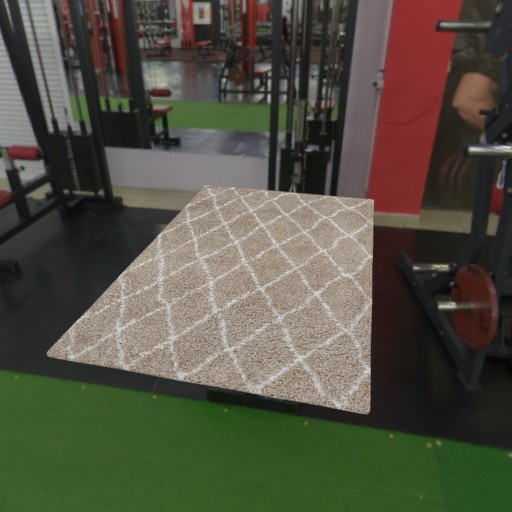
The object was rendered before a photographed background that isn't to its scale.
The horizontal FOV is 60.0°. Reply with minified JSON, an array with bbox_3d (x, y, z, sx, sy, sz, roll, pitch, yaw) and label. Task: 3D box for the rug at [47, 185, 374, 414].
[{"bbox_3d":[0.000,0.000,3.467,1.778,0.030,2.743,7,30,12],"label":"rug"}]
